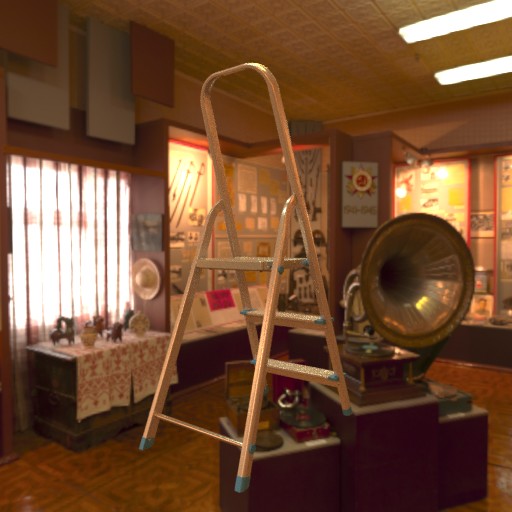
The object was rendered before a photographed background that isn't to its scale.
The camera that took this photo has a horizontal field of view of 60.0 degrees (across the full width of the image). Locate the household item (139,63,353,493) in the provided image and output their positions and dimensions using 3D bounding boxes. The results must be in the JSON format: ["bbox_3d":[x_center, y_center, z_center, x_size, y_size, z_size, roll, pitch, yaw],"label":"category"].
[{"bbox_3d":[0.000,0.000,1.536,0.420,1.215,0.687,1,2,37],"label":"household item"}]
